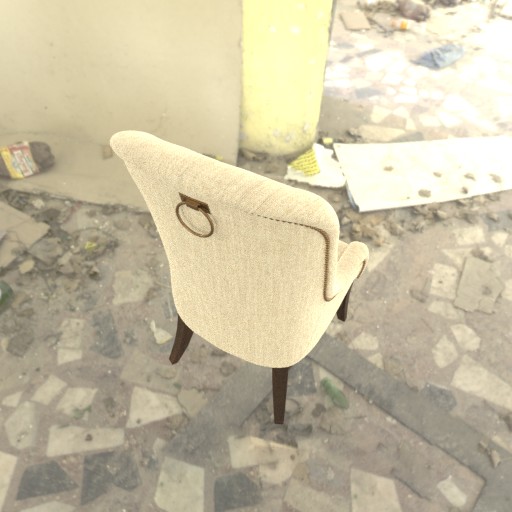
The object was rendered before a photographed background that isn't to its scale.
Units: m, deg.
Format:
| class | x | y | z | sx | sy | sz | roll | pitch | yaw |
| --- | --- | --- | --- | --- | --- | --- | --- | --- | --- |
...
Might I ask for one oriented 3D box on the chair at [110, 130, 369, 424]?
| class | x | y | z | sx | sy | sz | roll | pitch | yaw |
| --- | --- | --- | --- | --- | --- | --- | --- | --- | --- |
| chair | 0.000 | 0.000 | 1.498 | 0.634 | 1.091 | 0.629 | 24 | 52 | 20 |
